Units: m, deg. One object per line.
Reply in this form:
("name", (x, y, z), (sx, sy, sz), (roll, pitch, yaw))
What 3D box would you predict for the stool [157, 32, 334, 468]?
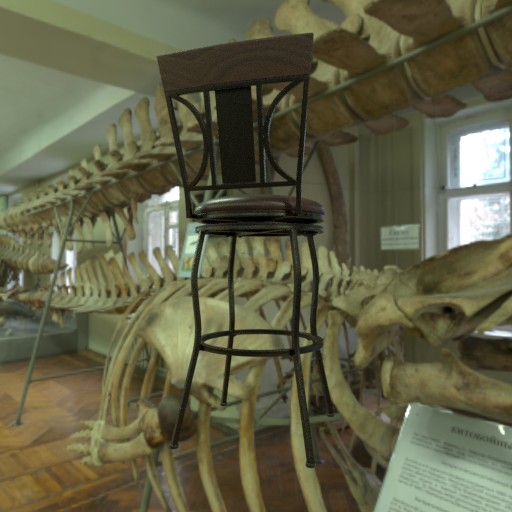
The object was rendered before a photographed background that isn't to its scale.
("stool", (0.000, 0.000, 1.408), (0.448, 1.130, 0.513), (0, -1, 17))
